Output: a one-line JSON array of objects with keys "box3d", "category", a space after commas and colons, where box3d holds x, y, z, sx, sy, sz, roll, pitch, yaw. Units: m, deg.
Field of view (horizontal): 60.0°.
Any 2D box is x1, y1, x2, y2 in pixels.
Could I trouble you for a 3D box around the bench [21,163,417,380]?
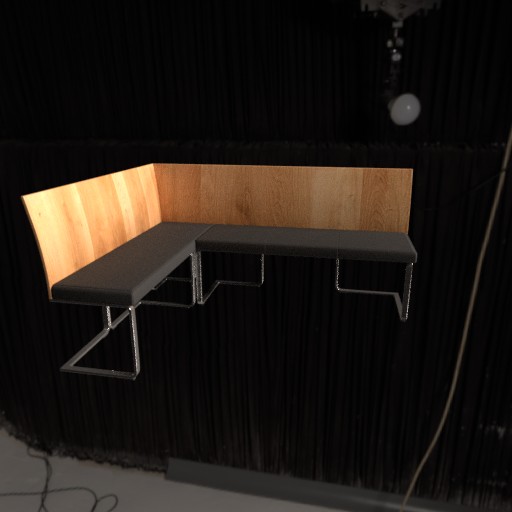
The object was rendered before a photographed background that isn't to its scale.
[{"box3d": [0.000, 0.000, 2.724, 1.945, 0.930, 1.495, 3, 18, 10], "category": "bench"}]
